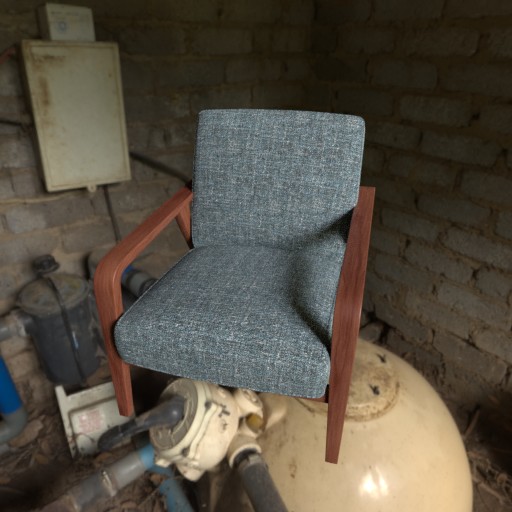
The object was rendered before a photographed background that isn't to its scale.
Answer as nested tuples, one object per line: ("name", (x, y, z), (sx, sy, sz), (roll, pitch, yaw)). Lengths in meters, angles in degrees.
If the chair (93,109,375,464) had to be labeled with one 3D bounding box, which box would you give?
("chair", (0.000, 0.000, 1.485), (0.719, 0.864, 0.889), (7, 27, 14))
